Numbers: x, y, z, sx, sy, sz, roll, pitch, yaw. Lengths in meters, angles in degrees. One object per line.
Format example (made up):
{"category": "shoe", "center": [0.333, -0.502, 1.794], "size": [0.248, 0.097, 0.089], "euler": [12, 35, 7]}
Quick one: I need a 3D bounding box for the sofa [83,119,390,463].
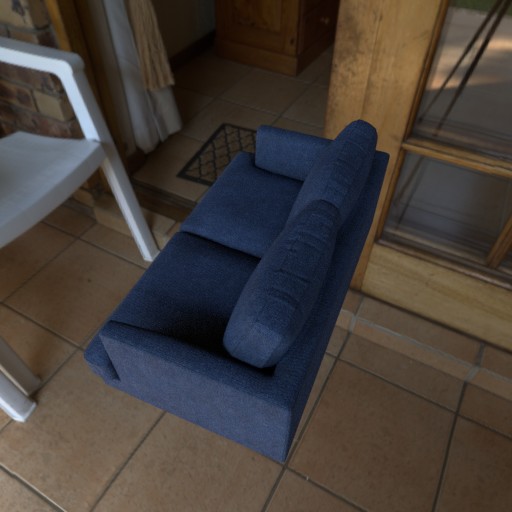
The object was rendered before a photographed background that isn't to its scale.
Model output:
{"category": "sofa", "center": [0.000, 0.000, 2.166], "size": [0.903, 0.944, 1.582], "euler": [18, 50, 15]}
